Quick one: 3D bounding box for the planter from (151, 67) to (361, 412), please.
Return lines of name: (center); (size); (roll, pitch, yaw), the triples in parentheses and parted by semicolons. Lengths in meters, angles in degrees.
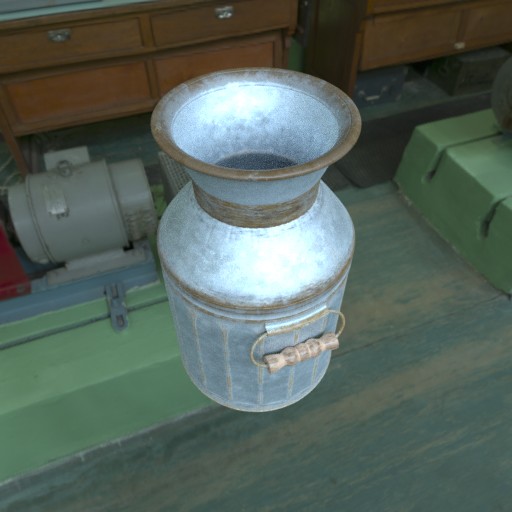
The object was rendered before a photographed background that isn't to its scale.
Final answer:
planter: (0.000, 0.000, 0.506); (0.215, 0.358, 0.248); (-17, 50, -15)
